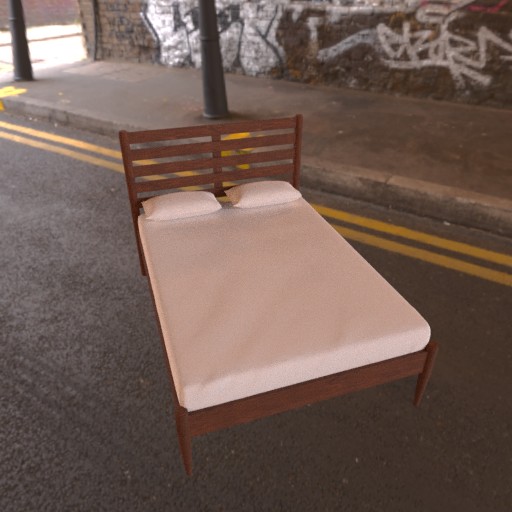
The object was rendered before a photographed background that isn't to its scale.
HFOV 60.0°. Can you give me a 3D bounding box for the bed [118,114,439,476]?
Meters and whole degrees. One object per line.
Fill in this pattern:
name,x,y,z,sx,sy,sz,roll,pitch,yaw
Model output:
bed,0.000,0.000,3.066,1.509,1.304,2.093,-10,34,-16
